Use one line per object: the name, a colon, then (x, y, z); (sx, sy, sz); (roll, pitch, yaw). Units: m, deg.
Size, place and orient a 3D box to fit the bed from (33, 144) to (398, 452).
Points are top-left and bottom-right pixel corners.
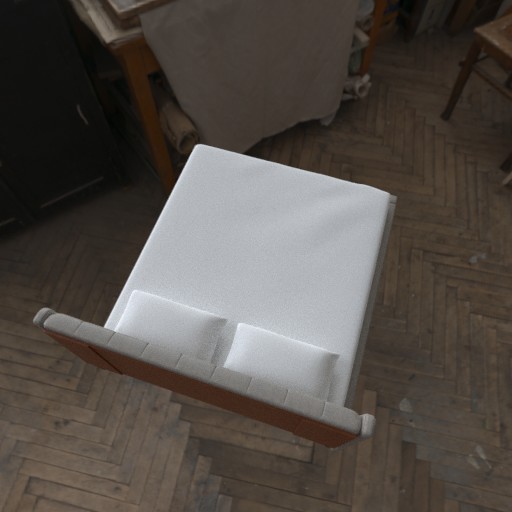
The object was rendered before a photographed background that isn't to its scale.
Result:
bed: (0.000, 0.000, 3.548); (2.062, 1.289, 2.342); (16, 64, 8)
